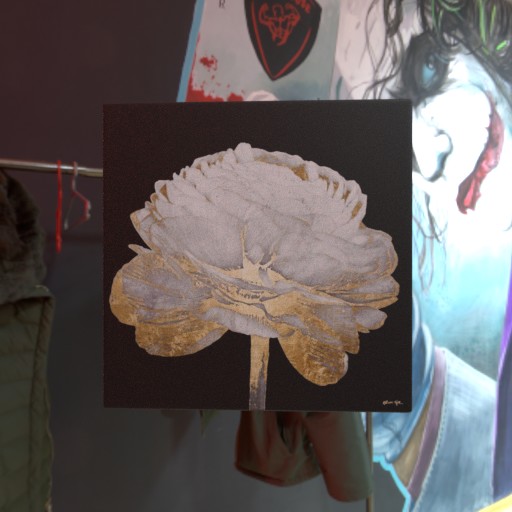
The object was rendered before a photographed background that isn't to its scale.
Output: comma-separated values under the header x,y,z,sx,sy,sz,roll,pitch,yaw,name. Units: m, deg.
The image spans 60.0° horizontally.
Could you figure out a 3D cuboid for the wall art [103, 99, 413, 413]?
x,y,z,sx,sy,sz,roll,pitch,yaw,name
0.000,0.000,0.601,0.406,0.407,0.041,0,0,2,wall art
